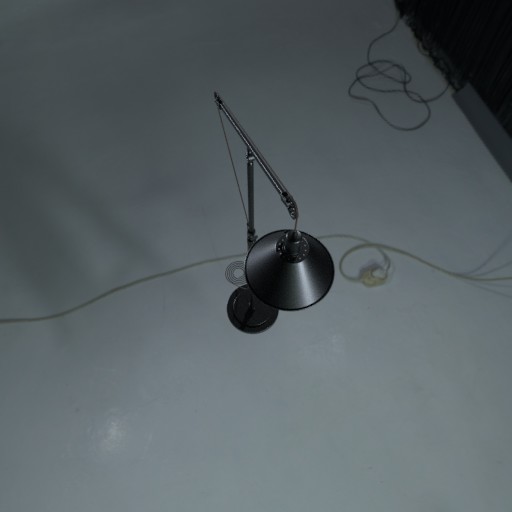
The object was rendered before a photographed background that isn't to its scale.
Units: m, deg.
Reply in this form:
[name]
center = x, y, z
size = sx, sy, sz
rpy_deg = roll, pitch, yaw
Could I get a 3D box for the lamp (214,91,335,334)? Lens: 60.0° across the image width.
[lamp]
center = 0.000, 0.000, 1.971
size = 0.319, 1.626, 0.904
rpy_deg = -18, 64, -9
